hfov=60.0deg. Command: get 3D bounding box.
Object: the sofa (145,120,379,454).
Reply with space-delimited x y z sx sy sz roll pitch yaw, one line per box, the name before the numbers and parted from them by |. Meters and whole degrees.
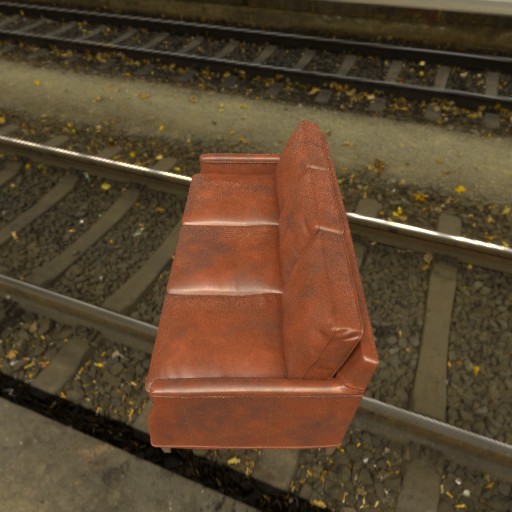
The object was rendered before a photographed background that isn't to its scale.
sofa | 0.000 0.000 2.903 1.084 1.003 2.240 0 41 0
